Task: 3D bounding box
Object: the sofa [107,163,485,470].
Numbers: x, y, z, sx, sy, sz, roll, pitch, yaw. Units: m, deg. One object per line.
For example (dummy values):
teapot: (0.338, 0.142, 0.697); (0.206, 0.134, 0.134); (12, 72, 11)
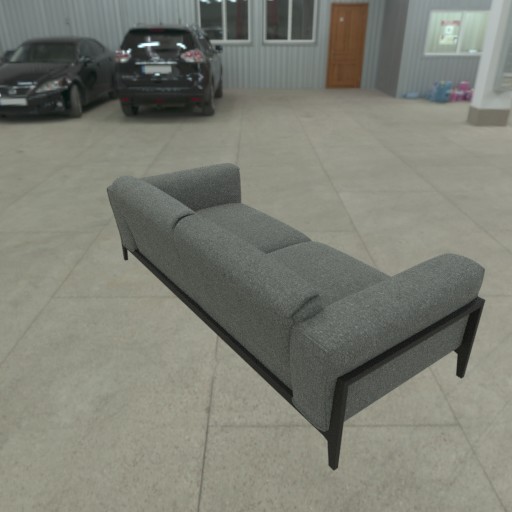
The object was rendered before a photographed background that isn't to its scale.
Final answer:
sofa: (0.000, 0.000, 2.484); (0.985, 0.703, 2.125); (-18, 32, -31)
